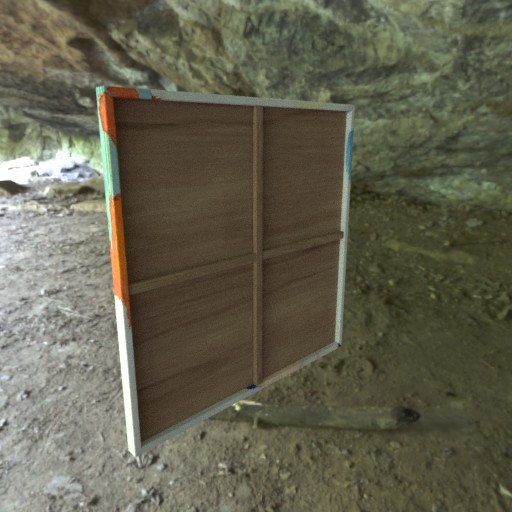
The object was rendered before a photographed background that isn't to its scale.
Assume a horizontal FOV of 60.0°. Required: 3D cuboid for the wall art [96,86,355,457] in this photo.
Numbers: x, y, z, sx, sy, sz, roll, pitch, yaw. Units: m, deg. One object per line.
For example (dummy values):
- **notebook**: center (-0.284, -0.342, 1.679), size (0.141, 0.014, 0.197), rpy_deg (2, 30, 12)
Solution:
- **wall art**: center (0.000, 0.000, 1.511), size (1.017, 1.017, 0.044), rpy_deg (-14, 21, -42)
